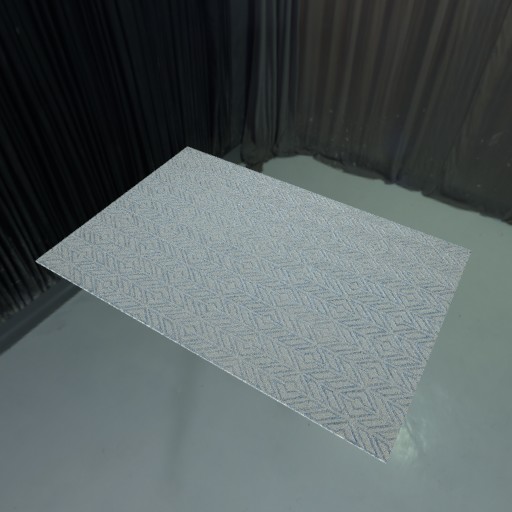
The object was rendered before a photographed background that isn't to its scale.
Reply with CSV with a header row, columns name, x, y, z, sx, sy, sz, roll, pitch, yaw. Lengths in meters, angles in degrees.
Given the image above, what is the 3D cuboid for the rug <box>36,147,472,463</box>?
name,x,y,z,sx,sy,sz,roll,pitch,yaw
rug,0.000,0.000,2.231,1.824,0.008,1.220,24,51,22
